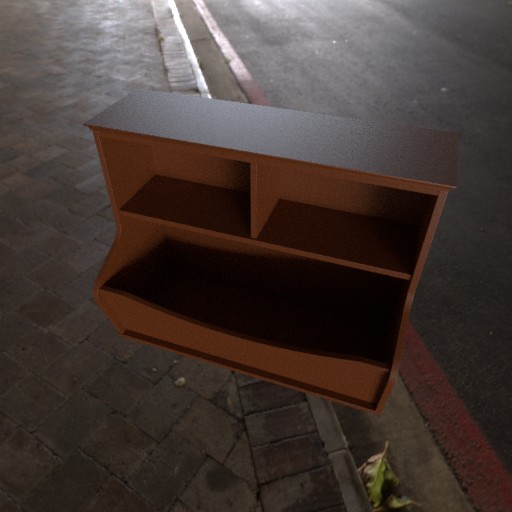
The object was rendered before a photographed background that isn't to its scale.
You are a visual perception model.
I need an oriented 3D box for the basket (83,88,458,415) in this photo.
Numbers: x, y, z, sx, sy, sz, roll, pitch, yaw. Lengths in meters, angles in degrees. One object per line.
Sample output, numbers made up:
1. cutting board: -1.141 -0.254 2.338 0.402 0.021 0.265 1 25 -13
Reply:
1. basket: 0.000 0.000 1.128 0.792 0.625 0.376 13 42 15
